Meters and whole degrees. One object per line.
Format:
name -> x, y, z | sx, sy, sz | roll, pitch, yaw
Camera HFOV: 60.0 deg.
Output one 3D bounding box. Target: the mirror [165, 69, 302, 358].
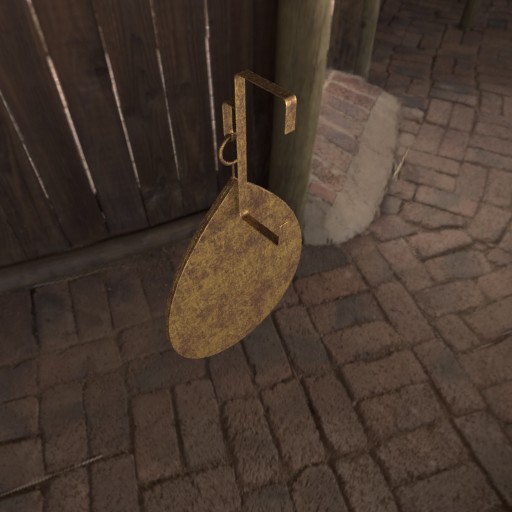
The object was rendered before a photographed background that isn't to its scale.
mirror -> 0.000, 0.000, 0.903 | 0.405, 0.744, 0.144 | -34, 56, -27
